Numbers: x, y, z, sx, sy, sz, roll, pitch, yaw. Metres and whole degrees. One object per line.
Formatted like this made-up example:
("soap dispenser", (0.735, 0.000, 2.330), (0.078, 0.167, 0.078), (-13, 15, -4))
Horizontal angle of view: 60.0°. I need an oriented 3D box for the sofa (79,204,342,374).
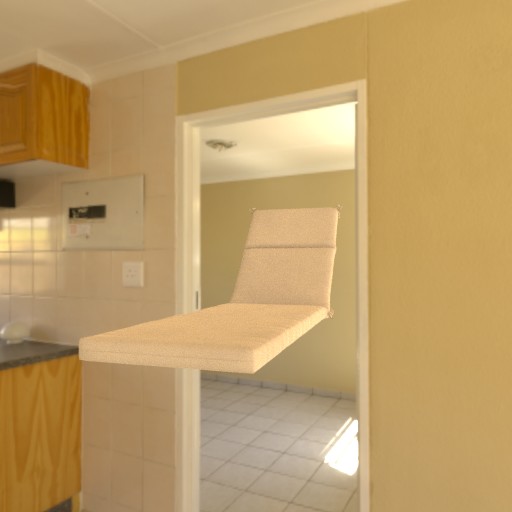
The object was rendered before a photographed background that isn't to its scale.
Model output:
("sofa", (0.000, 0.000, 1.934), (0.582, 0.622, 1.663), (0, -1, 17))
